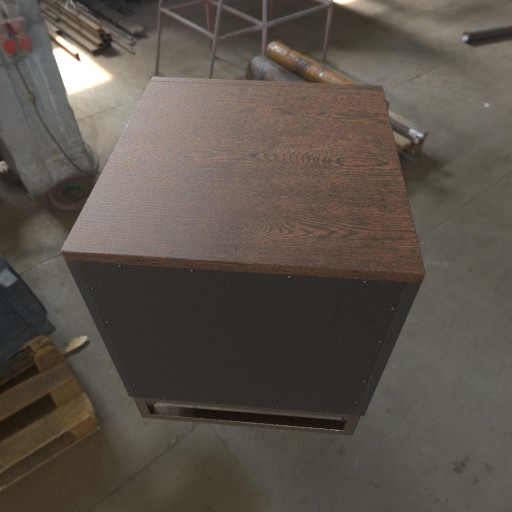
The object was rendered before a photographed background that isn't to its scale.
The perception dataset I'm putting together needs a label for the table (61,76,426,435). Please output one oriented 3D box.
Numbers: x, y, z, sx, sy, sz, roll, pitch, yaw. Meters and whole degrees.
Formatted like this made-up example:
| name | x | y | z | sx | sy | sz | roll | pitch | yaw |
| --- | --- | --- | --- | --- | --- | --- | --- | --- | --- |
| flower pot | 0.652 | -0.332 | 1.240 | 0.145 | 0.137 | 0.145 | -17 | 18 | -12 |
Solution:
| name | x | y | z | sx | sy | sz | roll | pitch | yaw |
| --- | --- | --- | --- | --- | --- | --- | --- | --- | --- |
| table | 0.000 | 0.000 | 1.013 | 0.506 | 0.582 | 0.566 | 4 | 47 | 3 |
